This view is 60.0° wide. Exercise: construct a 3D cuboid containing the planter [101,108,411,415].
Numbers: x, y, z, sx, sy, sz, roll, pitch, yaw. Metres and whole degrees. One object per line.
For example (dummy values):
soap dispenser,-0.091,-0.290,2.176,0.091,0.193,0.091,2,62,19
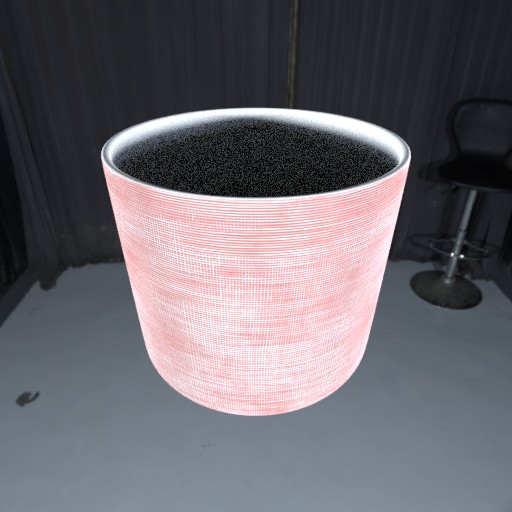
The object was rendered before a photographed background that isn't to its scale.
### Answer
planter,0.000,0.000,0.757,0.440,0.398,0.440,0,31,0
